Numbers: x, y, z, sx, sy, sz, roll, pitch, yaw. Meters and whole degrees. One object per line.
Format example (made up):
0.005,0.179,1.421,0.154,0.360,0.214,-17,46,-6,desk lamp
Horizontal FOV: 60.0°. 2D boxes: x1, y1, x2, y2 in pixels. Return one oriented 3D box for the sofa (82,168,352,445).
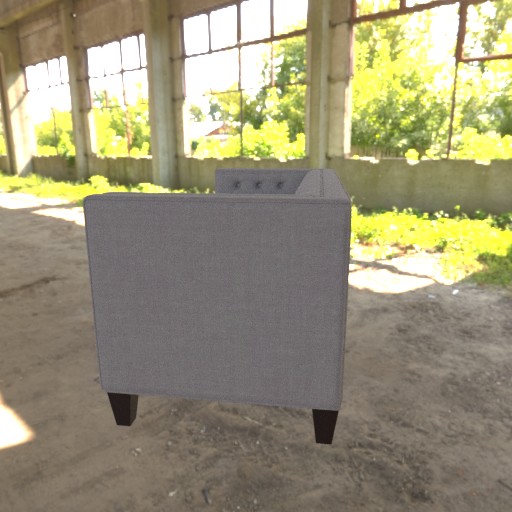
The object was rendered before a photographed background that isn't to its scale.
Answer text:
0.000,0.000,2.163,0.775,0.762,1.778,2,14,8,sofa
